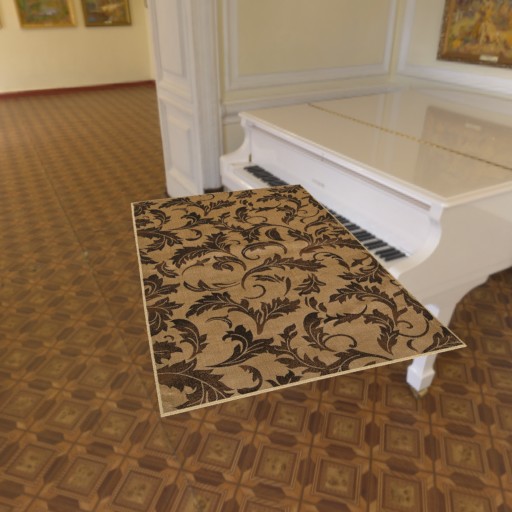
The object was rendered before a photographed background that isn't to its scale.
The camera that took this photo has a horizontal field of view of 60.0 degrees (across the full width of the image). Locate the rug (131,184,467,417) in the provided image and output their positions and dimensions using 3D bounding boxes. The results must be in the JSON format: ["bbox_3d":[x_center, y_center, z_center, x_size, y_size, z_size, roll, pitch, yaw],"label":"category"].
[{"bbox_3d":[0.000,0.000,2.964,1.522,0.008,2.284,-9,32,-14],"label":"rug"}]
